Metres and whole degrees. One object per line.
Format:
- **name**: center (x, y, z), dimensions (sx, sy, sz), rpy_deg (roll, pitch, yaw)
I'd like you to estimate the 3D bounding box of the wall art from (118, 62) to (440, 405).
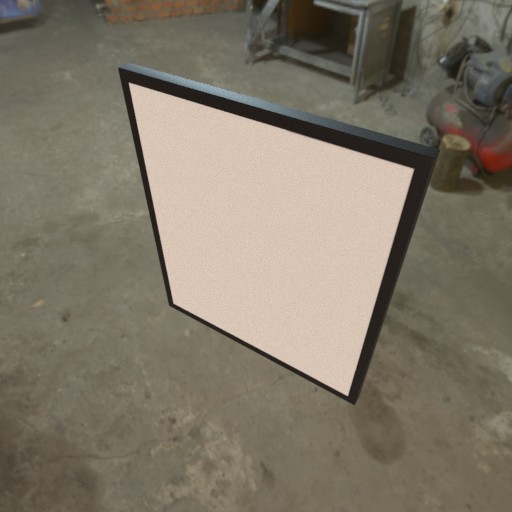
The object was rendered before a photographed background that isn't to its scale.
- **wall art**: center (0.000, 0.000, 0.704), dimensions (0.430, 0.509, 0.021), rpy_deg (24, 49, 22)
